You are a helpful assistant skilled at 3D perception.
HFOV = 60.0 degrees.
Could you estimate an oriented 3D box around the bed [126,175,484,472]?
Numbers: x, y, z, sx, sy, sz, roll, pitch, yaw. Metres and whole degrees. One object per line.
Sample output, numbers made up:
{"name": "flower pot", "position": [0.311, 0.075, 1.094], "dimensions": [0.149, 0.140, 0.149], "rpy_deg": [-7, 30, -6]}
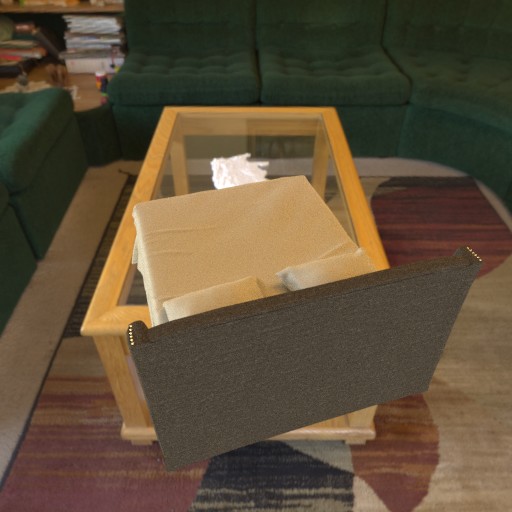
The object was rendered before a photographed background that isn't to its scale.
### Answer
{"name": "bed", "position": [0.000, 0.000, 3.418], "dimensions": [1.925, 1.332, 2.276], "rpy_deg": [-12, 42, -13]}
